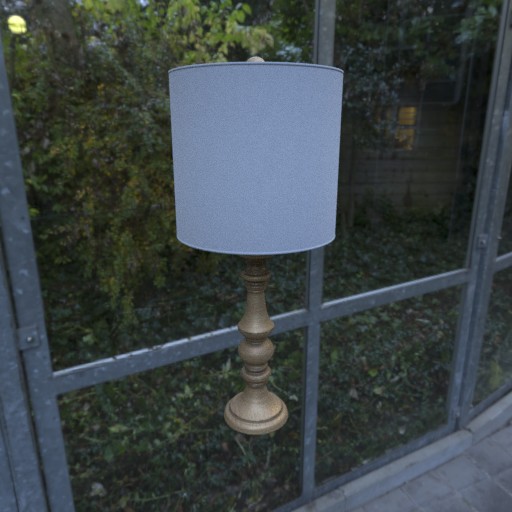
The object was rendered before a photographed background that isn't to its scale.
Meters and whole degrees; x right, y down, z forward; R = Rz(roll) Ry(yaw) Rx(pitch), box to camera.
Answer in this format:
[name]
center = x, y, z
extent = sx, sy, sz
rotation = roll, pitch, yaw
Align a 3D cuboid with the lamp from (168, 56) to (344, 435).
[lamp]
center = 0.000, 0.000, 0.721
extent = 0.250, 0.597, 0.250
rotation = -3, 17, -10
